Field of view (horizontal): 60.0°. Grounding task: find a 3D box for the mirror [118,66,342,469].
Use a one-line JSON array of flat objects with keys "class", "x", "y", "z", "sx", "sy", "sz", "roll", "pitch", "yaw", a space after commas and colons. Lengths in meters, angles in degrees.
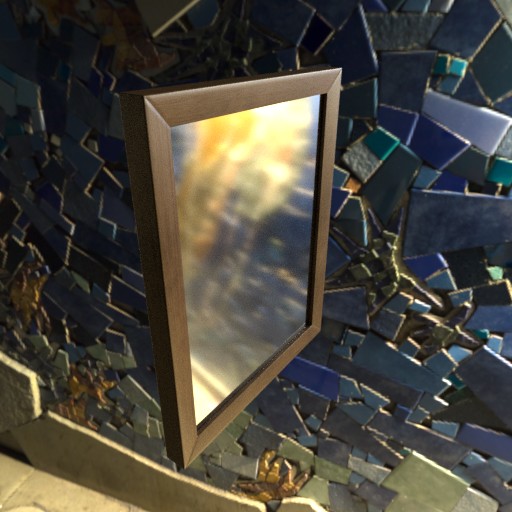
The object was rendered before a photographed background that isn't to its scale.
[{"class": "mirror", "x": 0.000, "y": 0.000, "z": 0.675, "sx": 0.041, "sy": 0.508, "sz": 0.405, "roll": 18, "pitch": 32, "yaw": 31}]
